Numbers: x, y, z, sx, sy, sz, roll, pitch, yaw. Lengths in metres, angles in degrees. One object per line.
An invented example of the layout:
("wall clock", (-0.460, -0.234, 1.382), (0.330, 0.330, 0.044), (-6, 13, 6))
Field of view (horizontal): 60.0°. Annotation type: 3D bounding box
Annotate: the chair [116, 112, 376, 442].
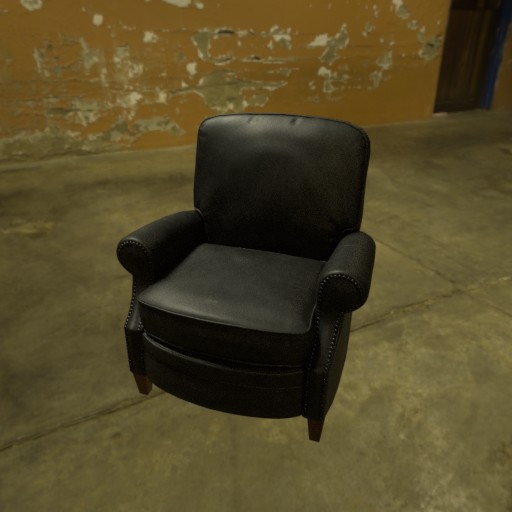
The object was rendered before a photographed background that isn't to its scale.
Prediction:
("chair", (0.000, 0.000, 1.788), (0.936, 1.018, 0.986), (9, 28, 17))
